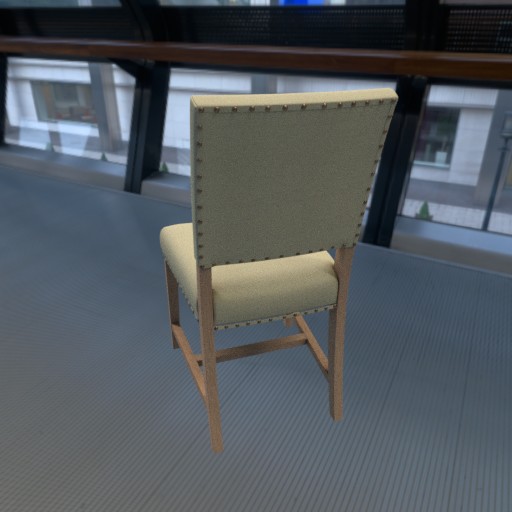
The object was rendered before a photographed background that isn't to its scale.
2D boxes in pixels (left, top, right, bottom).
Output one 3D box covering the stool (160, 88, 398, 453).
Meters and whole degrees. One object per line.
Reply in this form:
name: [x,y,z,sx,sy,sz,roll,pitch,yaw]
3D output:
stool: [0.000,0.000,1.331,0.508,0.986,0.623,-8,28,-16]
